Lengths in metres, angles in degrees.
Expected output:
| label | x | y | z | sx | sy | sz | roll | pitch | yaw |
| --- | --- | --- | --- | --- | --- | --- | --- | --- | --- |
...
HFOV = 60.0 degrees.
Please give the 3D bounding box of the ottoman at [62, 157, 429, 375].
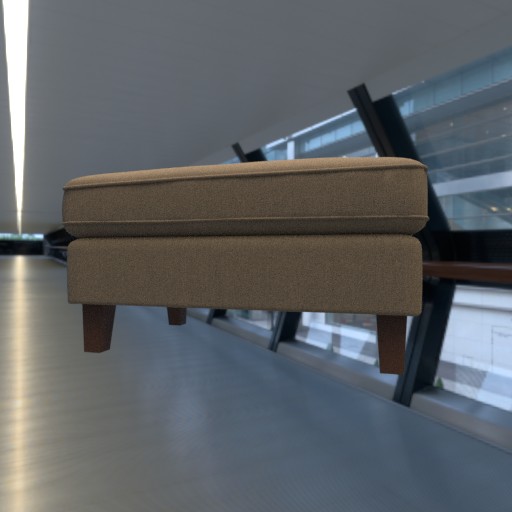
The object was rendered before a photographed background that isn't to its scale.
| label | x | y | z | sx | sy | sz | roll | pitch | yaw |
| --- | --- | --- | --- | --- | --- | --- | --- | --- | --- |
| ottoman | 0.000 | 0.000 | 1.343 | 0.945 | 0.521 | 0.636 | 0 | 0 | 16 |
